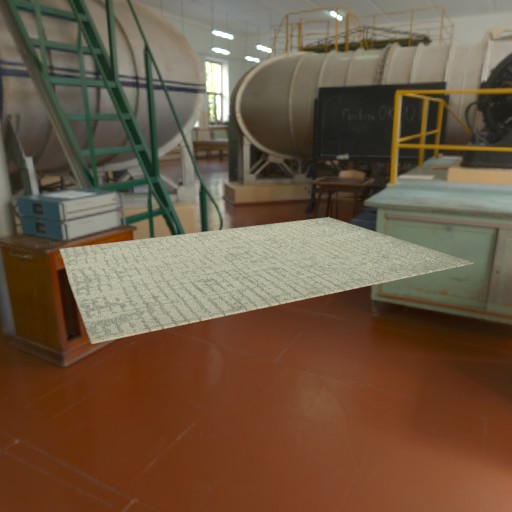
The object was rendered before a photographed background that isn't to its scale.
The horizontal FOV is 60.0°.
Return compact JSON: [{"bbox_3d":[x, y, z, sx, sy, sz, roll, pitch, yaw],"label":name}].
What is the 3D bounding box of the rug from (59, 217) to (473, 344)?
[{"bbox_3d":[0.000,0.000,2.332,1.827,0.007,1.211,-9,19,-26],"label":"rug"}]
